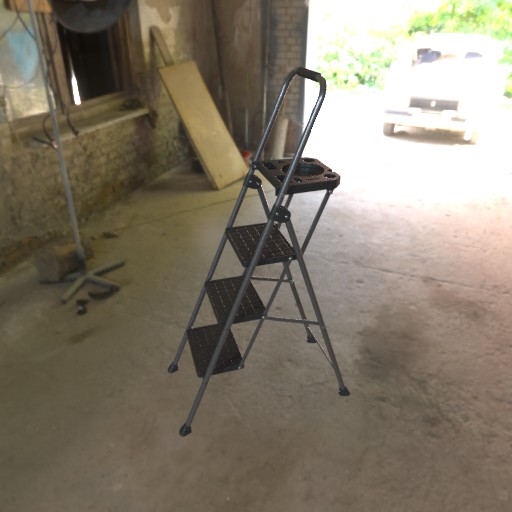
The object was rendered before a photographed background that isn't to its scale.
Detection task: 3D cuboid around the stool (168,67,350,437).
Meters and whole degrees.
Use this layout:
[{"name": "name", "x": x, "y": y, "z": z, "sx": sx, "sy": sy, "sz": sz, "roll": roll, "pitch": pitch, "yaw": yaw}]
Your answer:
[{"name": "stool", "x": 0.000, "y": 0.000, "z": 1.650, "sx": 0.733, "sy": 1.277, "sz": 0.396, "roll": -9, "pitch": 31, "yaw": -15}]
